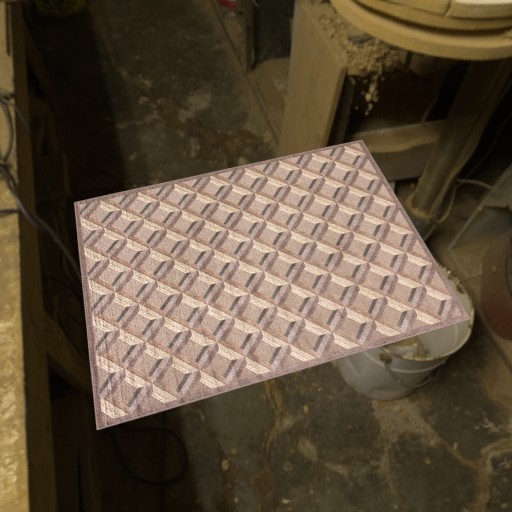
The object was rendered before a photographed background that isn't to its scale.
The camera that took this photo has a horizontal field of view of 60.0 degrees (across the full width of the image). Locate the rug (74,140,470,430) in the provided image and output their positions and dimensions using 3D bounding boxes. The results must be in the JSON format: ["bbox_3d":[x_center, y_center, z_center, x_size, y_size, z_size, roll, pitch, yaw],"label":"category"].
[{"bbox_3d":[0.000,0.000,4.315,3.294,0.018,2.382,-14,59,-9],"label":"rug"}]
